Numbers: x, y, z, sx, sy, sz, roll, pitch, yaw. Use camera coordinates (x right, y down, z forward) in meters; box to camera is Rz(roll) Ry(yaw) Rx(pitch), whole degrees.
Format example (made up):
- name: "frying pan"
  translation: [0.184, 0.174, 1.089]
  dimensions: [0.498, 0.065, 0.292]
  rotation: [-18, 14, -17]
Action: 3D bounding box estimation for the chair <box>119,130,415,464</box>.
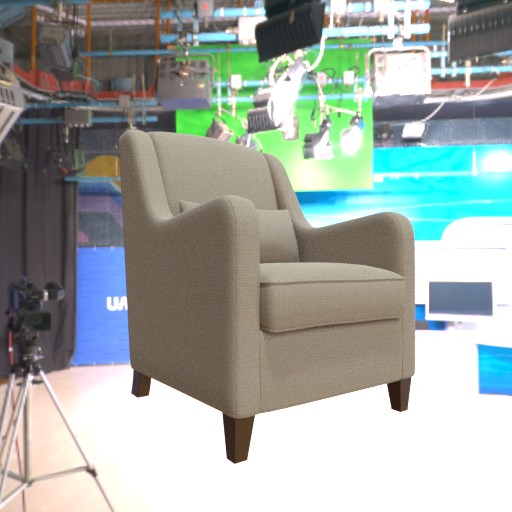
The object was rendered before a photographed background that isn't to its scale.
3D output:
- name: "chair"
  translation: [0.000, 0.000, 1.584]
  dimensions: [0.715, 1.017, 0.896]
  rotation: [0, -1, -35]
